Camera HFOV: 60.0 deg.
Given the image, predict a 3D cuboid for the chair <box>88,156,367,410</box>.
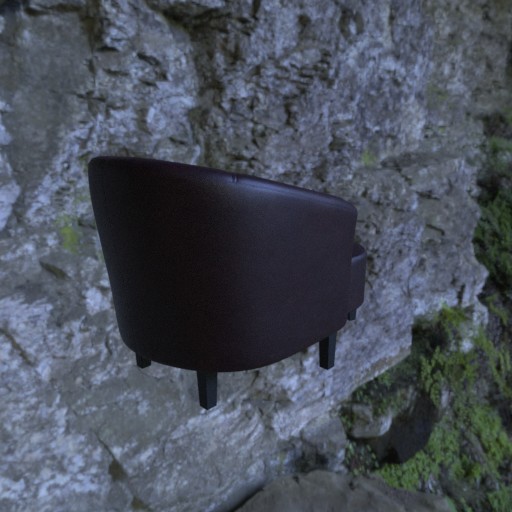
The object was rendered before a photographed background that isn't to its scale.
[{"bbox_3d":[0.000,0.000,1.676,0.737,0.755,1.176,13,19,43],"label":"chair"}]
